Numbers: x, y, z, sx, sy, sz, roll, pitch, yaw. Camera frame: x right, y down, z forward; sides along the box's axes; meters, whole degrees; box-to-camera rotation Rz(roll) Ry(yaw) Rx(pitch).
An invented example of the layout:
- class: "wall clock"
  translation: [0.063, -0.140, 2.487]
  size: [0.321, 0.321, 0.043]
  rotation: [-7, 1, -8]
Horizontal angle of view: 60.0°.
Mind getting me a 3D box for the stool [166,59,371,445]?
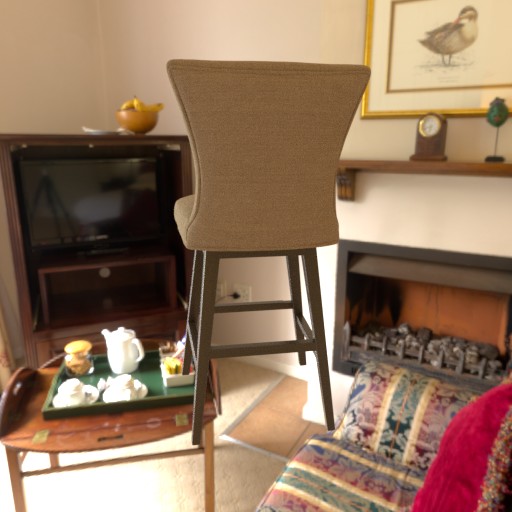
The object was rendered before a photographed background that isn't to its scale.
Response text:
- class: "stool"
  translation: [0.000, 0.000, 1.427]
  size: [0.514, 1.086, 0.574]
  rotation: [-2, 14, -9]
